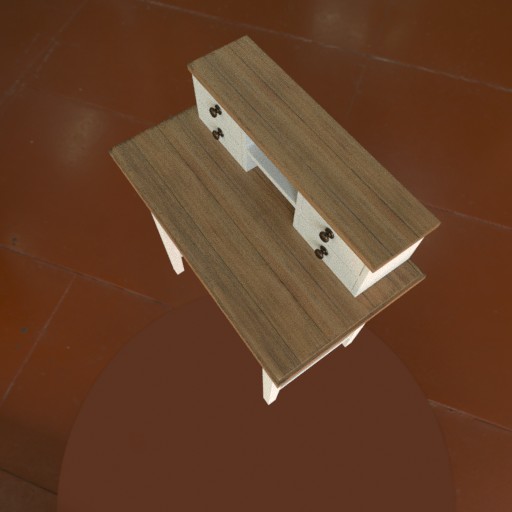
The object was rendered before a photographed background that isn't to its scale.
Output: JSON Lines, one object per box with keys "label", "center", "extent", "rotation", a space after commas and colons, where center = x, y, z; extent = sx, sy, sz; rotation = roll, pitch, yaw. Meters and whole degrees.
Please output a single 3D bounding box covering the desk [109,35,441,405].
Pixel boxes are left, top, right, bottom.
{"label": "desk", "center": [0.000, 0.000, 1.448], "extent": [0.462, 0.981, 0.814], "rotation": [-33, 68, -15]}
